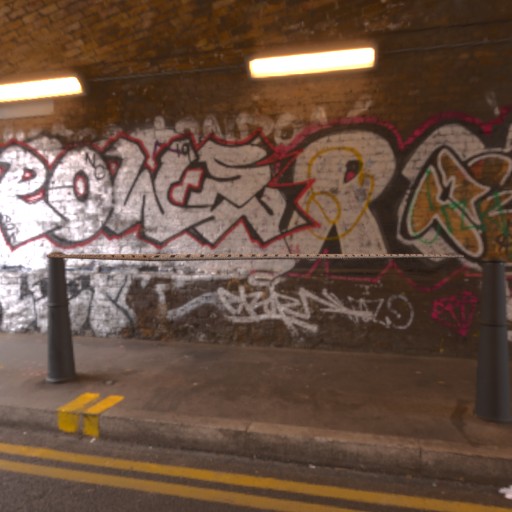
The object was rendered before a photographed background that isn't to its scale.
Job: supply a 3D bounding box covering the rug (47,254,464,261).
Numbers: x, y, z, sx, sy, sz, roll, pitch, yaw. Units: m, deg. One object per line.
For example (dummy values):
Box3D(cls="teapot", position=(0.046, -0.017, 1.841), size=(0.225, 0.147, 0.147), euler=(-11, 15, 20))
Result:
Box3D(cls="rug", position=(0.000, 0.000, 3.229), size=(2.449, 0.028, 1.829), euler=(0, 0, -37))
